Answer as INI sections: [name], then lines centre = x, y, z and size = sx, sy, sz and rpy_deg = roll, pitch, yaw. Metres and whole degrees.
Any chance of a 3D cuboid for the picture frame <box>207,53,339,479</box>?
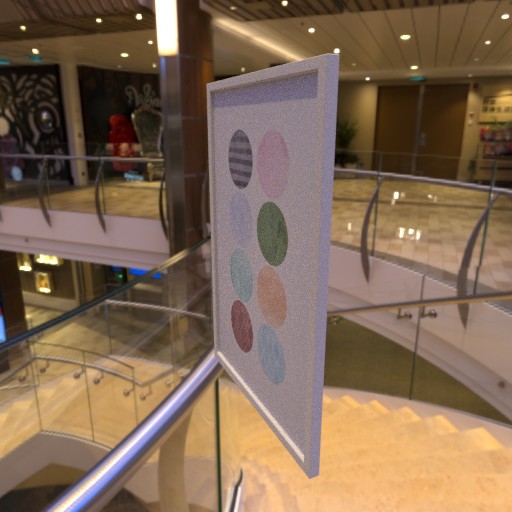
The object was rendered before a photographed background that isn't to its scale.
[picture frame]
centre = 0.000, 0.000, 0.566
size = 0.013, 0.434, 0.305
rpy_deg = -8, 18, -24
